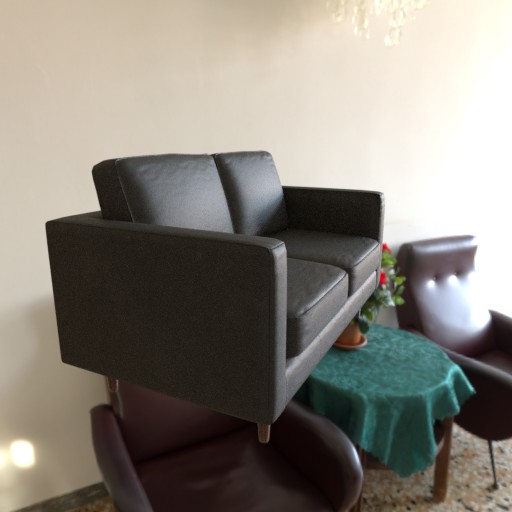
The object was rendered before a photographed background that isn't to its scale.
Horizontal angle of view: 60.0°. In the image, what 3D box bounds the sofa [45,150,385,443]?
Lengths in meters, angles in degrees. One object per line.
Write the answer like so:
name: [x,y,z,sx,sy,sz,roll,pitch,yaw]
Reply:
sofa: [0.000,0.000,1.974,0.879,0.899,1.430,7,16,26]
